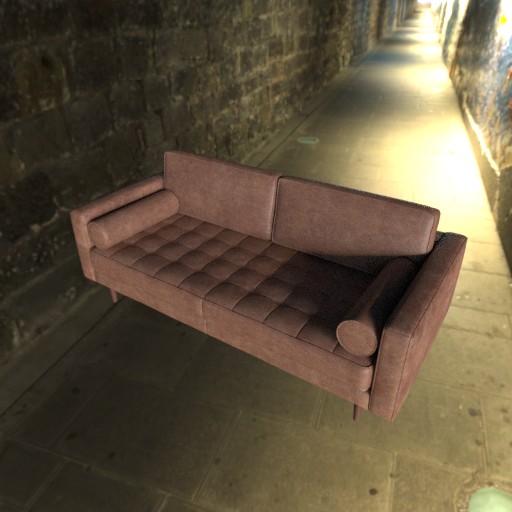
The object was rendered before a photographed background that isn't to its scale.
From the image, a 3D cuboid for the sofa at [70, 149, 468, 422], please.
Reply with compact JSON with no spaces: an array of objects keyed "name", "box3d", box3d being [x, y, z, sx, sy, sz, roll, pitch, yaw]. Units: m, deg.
[{"name":"sofa","box3d":[0.000,0.000,2.332,1.870,0.760,0.910,19,35,29]}]
